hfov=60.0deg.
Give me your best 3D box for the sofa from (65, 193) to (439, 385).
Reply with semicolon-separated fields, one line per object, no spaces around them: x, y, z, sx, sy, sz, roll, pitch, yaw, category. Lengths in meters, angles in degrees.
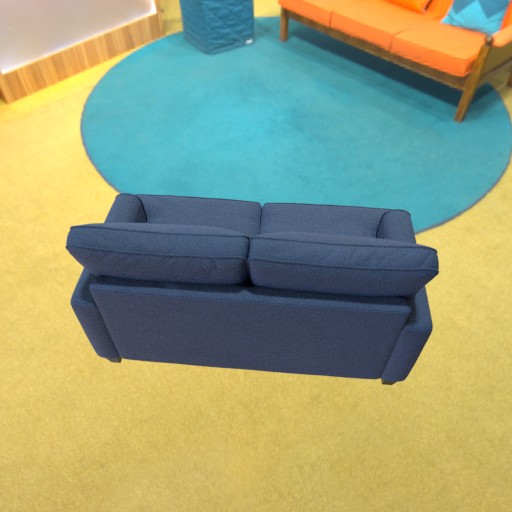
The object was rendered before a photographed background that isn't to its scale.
0.000;0.000;2.346;1.651;0.965;0.965;4;49;3;sofa
